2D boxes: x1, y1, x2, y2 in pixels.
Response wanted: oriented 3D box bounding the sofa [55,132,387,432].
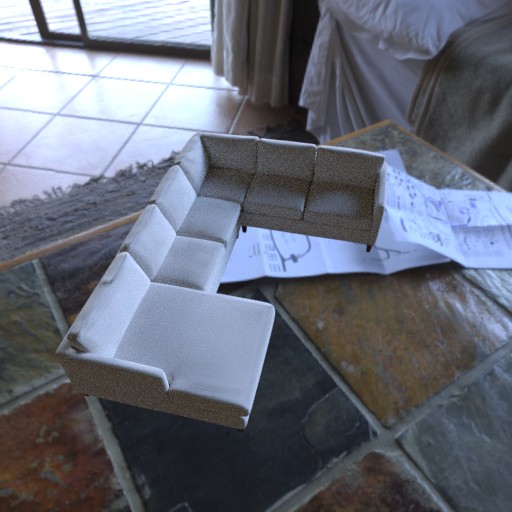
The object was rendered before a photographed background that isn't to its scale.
[{"bbox_3d":[0.000,0.000,4.697,2.593,0.956,3.459,9,46,9],"label":"sofa"}]
